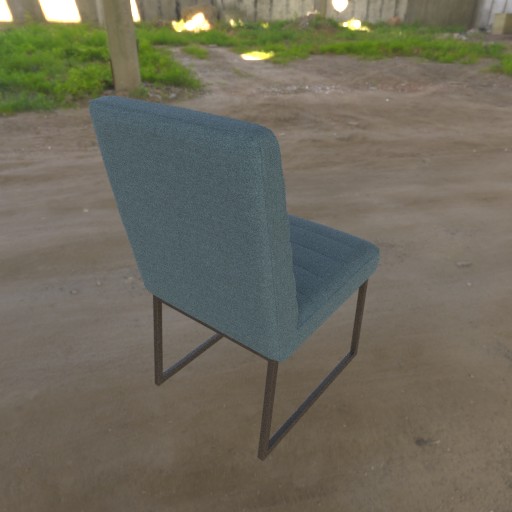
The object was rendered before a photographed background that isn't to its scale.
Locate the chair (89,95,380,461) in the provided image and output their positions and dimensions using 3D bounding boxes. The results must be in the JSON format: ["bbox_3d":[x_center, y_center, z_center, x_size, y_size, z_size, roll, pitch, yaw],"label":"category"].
[{"bbox_3d":[0.000,0.000,1.305,0.520,0.930,0.634,22,37,33],"label":"chair"}]
